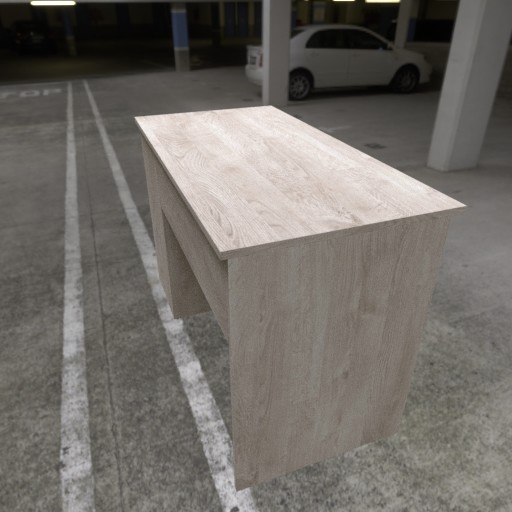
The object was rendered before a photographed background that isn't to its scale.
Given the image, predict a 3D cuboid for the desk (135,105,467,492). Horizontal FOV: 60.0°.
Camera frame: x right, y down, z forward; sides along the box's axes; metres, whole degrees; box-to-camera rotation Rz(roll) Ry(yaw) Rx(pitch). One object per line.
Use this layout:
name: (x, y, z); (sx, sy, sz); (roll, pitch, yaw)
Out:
desk: (0.000, 0.000, 1.504); (0.560, 0.735, 1.097); (-11, 32, -18)
